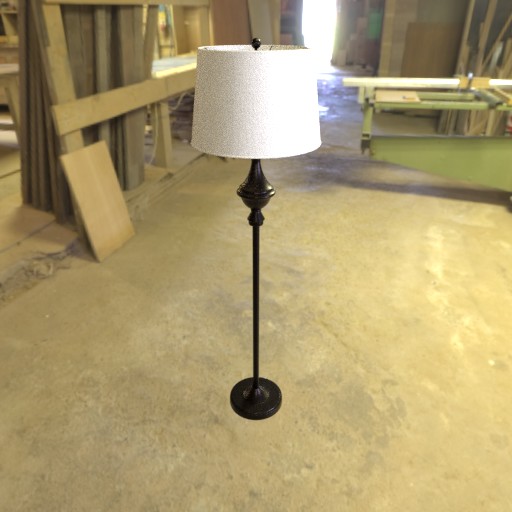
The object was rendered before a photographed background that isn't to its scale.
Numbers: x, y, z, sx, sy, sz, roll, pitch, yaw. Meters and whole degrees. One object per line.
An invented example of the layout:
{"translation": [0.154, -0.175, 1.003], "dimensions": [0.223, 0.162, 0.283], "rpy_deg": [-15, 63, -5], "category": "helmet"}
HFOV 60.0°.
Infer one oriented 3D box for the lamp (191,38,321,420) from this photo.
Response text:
{"translation": [0.000, 0.000, 1.681], "dimensions": [0.431, 1.484, 0.431], "rpy_deg": [0, 28, 0], "category": "lamp"}
